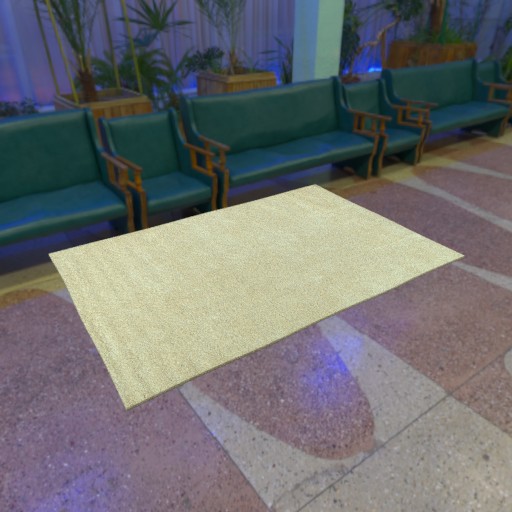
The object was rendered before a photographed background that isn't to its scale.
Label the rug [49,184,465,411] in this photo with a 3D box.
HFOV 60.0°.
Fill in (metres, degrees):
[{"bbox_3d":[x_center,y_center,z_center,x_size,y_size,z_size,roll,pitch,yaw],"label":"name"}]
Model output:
[{"bbox_3d":[0.000,0.000,3.460,2.699,0.025,1.800,-18,35,-28],"label":"rug"}]
